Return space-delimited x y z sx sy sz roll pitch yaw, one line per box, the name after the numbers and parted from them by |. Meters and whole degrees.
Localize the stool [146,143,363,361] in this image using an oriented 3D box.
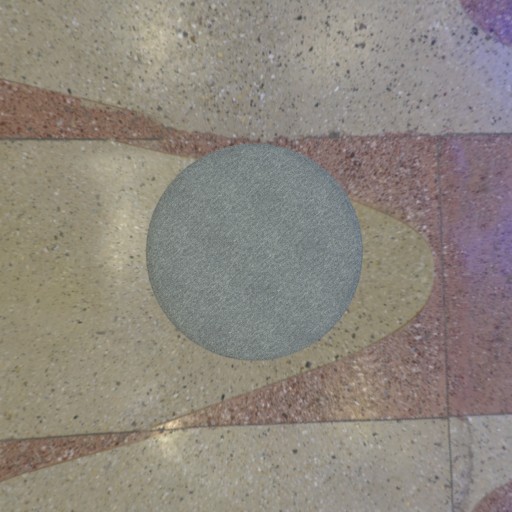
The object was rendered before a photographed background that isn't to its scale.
0.000 0.000 1.003 0.410 0.770 0.410 0 89 0 | stool
